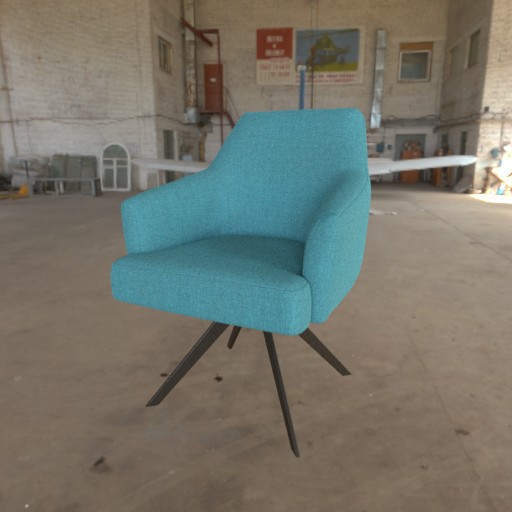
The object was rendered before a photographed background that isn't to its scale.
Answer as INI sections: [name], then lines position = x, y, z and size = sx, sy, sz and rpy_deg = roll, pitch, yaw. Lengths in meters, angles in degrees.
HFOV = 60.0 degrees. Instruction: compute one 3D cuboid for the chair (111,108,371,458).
[chair]
position = 0.000, 0.000, 1.321
size = 0.642, 0.874, 0.677
rpy_deg = 7, 15, 27
